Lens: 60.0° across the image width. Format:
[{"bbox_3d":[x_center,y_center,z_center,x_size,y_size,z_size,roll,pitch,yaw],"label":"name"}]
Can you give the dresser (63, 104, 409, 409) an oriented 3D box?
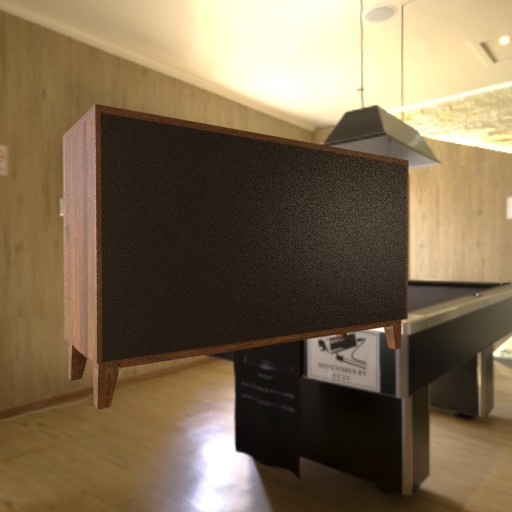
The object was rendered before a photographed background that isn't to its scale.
[{"bbox_3d":[0.000,0.000,1.826,1.400,0.873,0.446,-1,1,-35],"label":"dresser"}]
